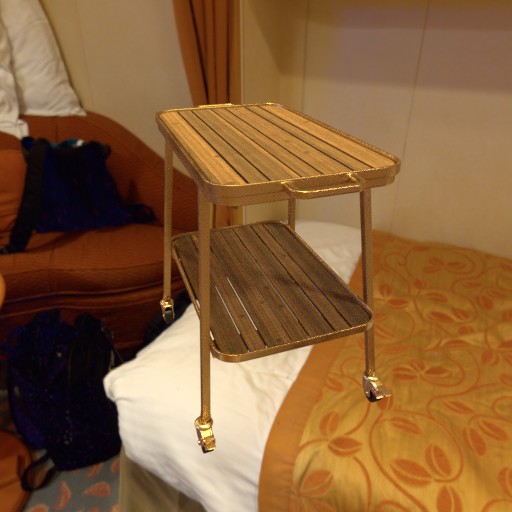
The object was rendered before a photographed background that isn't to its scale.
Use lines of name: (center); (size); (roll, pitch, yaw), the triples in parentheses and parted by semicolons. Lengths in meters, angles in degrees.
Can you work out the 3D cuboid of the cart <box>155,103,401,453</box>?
cart: (0.000, 0.000, 1.263); (0.524, 0.700, 0.806); (-10, 31, -17)
